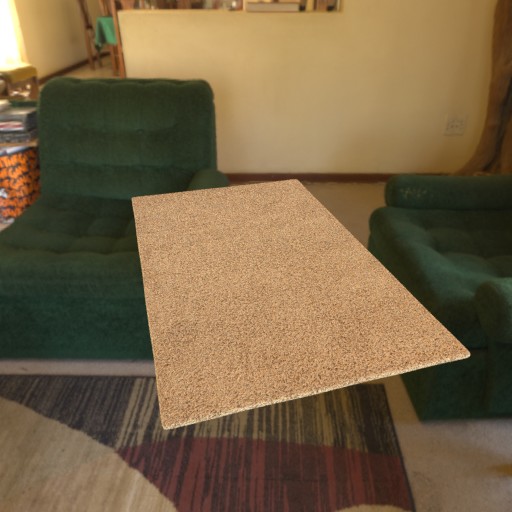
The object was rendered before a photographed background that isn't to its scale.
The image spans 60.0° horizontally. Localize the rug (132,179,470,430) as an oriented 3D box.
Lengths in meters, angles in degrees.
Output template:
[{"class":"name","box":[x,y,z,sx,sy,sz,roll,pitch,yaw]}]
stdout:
[{"class":"rug","box":[0.000,0.000,3.020,1.524,0.030,2.438,-9,32,-14]}]
